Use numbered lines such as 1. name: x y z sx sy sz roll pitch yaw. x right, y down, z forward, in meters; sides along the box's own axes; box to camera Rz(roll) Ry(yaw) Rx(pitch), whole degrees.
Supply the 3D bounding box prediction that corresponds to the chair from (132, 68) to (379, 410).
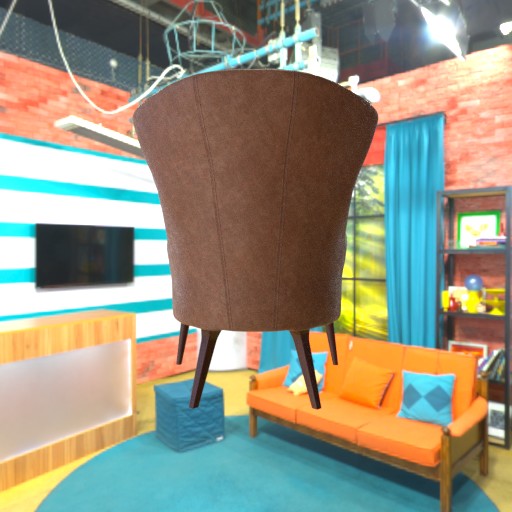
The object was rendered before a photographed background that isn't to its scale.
1. chair: 0.000 0.000 1.722 0.846 1.067 0.955 0 0 1
